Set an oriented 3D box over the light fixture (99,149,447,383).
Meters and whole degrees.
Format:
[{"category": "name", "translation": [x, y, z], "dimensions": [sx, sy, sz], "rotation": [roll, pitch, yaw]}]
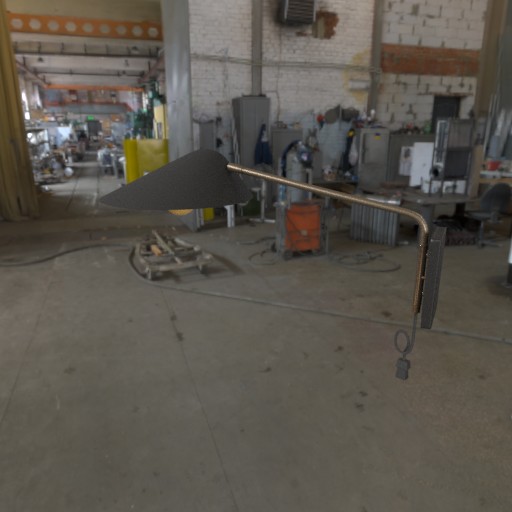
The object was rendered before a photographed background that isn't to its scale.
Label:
[{"category": "light fixture", "translation": [0.000, 0.000, 0.672], "dimensions": [0.516, 0.312, 0.240], "rotation": [8, 18, 25]}]
